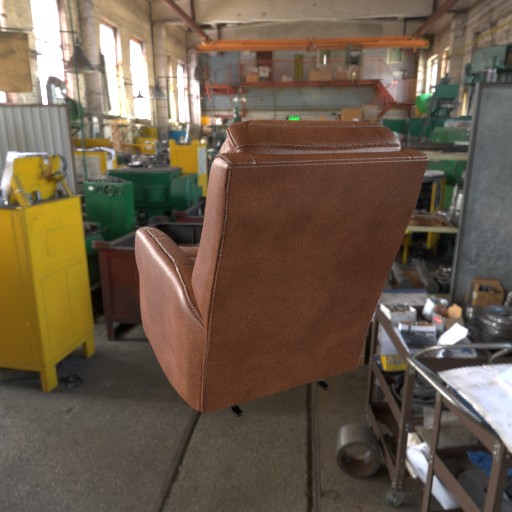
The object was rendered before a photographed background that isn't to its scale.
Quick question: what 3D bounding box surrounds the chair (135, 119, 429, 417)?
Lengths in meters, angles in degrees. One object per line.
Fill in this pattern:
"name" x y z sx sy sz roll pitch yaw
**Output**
"chair" 0.000 0.000 1.769 0.821 1.016 1.072 -8 17 -26
